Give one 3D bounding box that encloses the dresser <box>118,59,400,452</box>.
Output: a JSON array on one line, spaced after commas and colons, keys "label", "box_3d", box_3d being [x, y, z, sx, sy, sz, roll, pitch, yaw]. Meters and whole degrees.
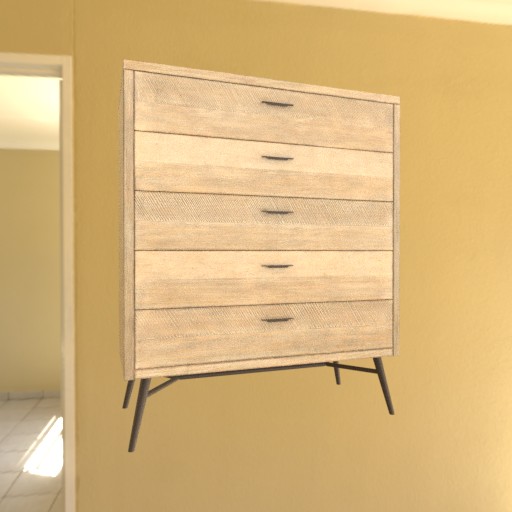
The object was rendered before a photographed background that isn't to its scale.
[{"label": "dresser", "box_3d": [0.000, 0.000, 1.741, 1.016, 1.219, 0.457, 0, 1, -19]}]
